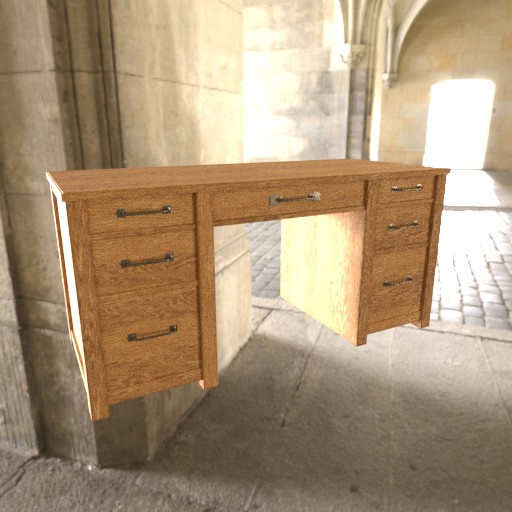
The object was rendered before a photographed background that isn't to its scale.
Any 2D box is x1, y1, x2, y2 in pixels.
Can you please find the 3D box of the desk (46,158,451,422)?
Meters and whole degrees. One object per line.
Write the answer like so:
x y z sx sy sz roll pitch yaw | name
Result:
0.000 0.000 1.963 1.567 0.751 0.685 -8 18 -26 | desk
